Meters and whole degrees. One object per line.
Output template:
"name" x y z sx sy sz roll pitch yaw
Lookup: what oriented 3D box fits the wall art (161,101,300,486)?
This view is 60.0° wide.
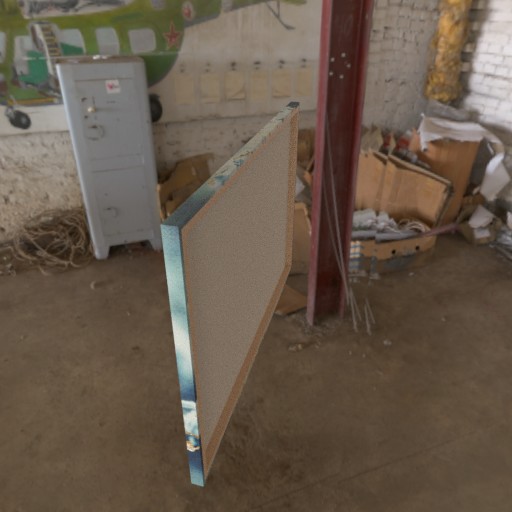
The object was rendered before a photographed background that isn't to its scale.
"wall art" 0.000 0.000 1.451 0.035 0.759 1.138 8 31 14
